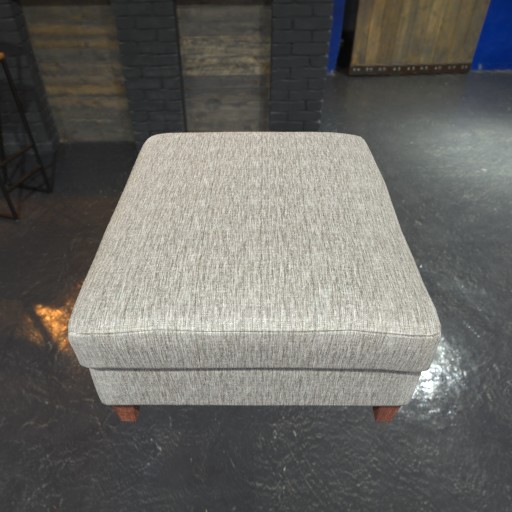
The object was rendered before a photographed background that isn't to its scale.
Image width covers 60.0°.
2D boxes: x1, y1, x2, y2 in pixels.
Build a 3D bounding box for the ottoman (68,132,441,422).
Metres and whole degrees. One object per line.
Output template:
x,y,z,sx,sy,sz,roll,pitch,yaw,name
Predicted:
0.000,0.000,1.441,0.839,0.492,0.994,0,40,0,ottoman
